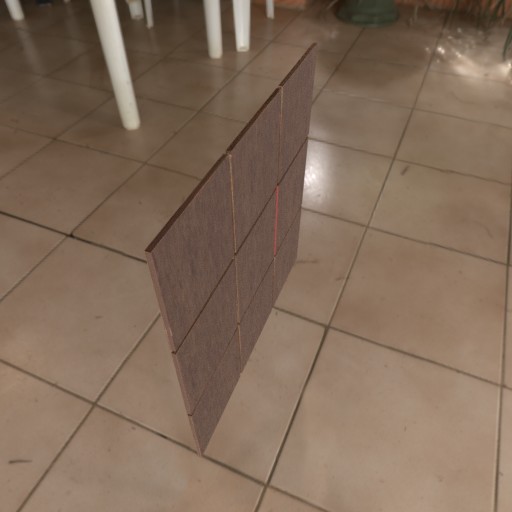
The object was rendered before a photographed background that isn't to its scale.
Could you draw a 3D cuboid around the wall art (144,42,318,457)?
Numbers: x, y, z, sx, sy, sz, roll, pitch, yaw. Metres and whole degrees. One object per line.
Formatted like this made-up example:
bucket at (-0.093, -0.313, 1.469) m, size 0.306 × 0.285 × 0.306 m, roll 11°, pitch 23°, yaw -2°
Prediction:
wall art at (0.000, 0.000, 1.331) m, size 0.013 × 0.914 × 0.915 m, roll 17°, pitch 49°, yaw 15°
